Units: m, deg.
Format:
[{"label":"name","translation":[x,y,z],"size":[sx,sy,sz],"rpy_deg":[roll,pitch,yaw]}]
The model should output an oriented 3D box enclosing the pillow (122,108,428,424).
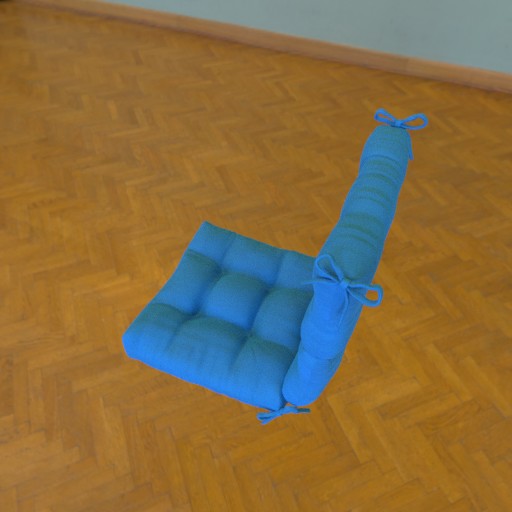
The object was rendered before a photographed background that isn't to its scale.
[{"label":"pillow","translation":[0.000,0.000,1.035],"size":[0.571,0.605,0.519],"rpy_deg":[17,50,15]}]
